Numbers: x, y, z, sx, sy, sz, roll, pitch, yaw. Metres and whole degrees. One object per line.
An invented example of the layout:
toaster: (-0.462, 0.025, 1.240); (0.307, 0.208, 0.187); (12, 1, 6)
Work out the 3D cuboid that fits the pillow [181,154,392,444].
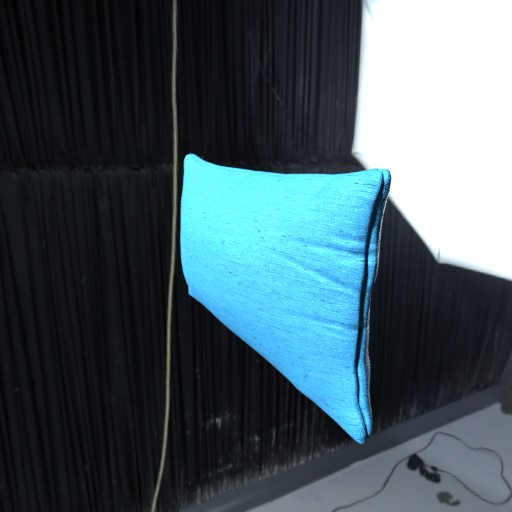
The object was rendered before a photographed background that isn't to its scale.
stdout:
pillow: (0.000, 0.000, 0.784); (0.210, 0.338, 0.633); (-8, 16, -27)
